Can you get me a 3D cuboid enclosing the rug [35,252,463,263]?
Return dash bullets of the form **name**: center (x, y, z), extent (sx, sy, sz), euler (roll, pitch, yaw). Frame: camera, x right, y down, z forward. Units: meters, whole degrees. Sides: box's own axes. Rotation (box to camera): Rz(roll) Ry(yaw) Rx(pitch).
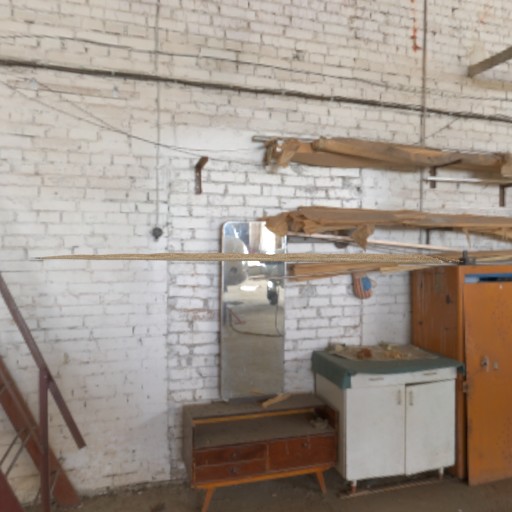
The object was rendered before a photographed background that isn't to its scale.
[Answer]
- **rug**: center (0.000, 0.000, 3.064), extent (2.434, 0.027, 1.529), euler (0, 1, 18)
